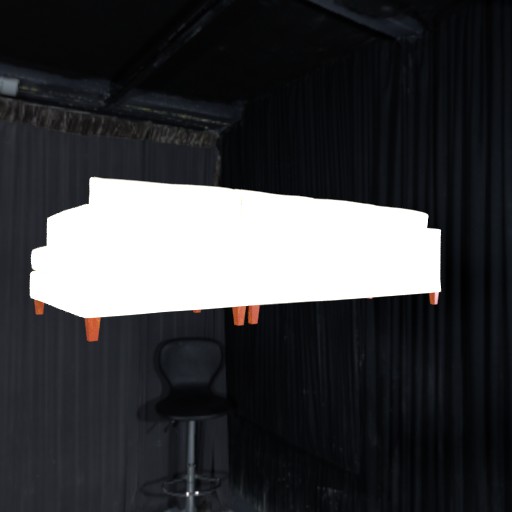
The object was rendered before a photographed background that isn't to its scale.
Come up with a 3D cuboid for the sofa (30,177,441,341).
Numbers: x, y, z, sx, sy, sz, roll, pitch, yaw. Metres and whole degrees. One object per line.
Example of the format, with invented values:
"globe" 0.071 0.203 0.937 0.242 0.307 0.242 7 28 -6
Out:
"sofa" 0.000 0.000 4.025 3.471 0.954 1.603 0 0 -36
